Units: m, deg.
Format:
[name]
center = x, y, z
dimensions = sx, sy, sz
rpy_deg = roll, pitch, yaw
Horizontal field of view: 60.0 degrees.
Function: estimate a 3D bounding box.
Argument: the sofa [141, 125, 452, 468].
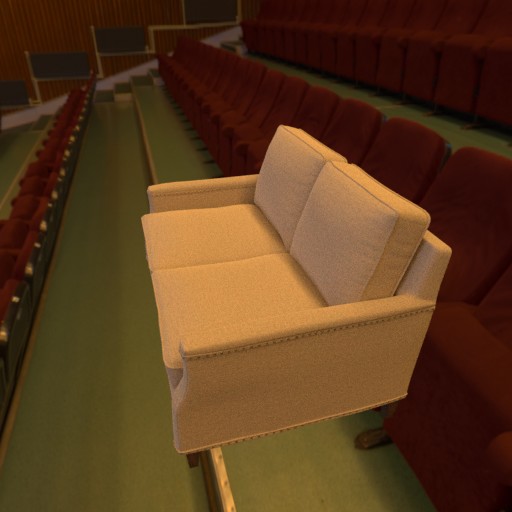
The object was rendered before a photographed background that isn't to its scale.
[sofa]
center = 0.000, 0.000, 2.278
dimensions = 1.084, 1.003, 1.597
rpy_deg = -8, 31, -14
